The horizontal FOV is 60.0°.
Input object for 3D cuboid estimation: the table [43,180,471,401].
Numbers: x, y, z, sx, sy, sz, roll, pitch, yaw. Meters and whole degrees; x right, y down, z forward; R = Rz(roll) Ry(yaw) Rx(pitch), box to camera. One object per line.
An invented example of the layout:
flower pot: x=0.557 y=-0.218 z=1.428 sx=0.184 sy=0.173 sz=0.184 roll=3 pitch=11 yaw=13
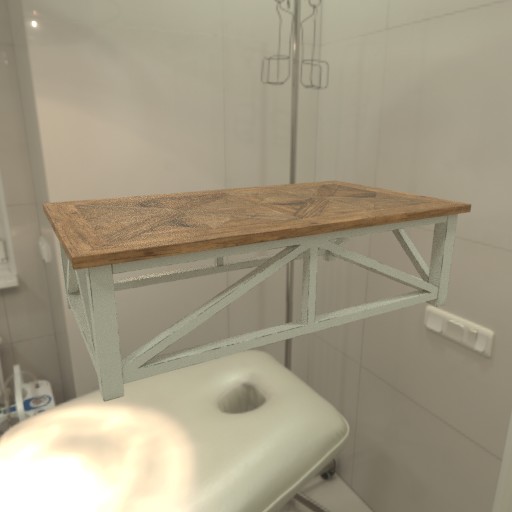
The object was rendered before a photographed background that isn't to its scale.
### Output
table: x=0.000 y=0.000 z=1.725 sx=1.400 sy=0.410 sz=0.800 roll=-9 pitch=19 yaw=-28
